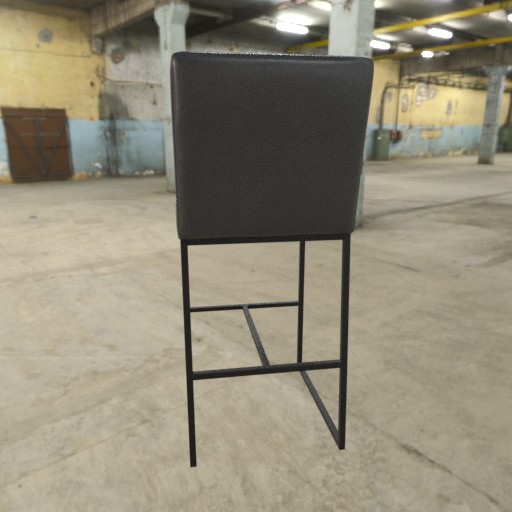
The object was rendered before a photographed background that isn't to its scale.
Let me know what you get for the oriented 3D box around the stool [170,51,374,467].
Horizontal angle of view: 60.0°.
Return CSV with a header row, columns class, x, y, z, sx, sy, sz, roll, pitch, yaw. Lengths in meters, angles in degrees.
class,x,y,z,sx,sy,sz,roll,pitch,yaw
stool,0.000,0.000,1.323,0.457,1.040,0.552,-2,15,-9
